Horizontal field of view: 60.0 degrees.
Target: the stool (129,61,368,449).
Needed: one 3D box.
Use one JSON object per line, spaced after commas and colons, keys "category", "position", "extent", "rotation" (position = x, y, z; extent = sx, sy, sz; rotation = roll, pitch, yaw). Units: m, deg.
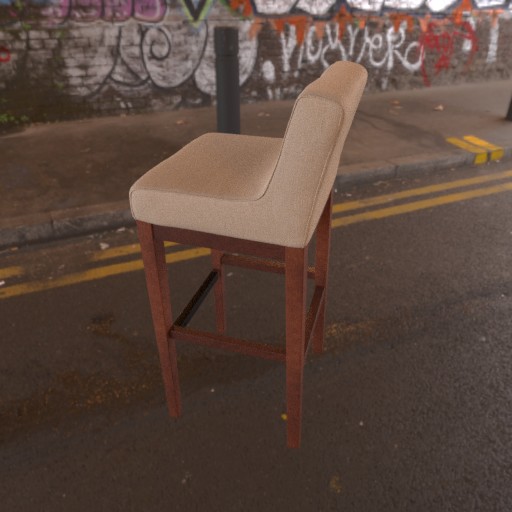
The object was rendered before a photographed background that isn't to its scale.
{"category": "stool", "position": [0.000, 0.000, 1.318], "extent": [0.500, 1.037, 0.511], "rotation": [9, 32, 14]}
